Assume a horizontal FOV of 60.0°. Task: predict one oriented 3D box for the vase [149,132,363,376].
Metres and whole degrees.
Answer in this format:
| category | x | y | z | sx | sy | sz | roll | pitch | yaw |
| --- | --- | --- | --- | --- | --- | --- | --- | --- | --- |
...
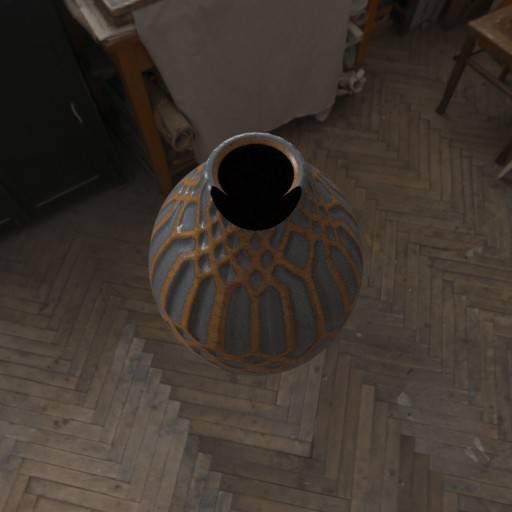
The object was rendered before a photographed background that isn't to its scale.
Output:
| category | x | y | z | sx | sy | sz | roll | pitch | yaw |
| --- | --- | --- | --- | --- | --- | --- | --- | --- | --- |
| vase | 0.000 | 0.000 | 0.141 | 0.069 | 0.088 | 0.069 | 0 | 63 | 0 |
